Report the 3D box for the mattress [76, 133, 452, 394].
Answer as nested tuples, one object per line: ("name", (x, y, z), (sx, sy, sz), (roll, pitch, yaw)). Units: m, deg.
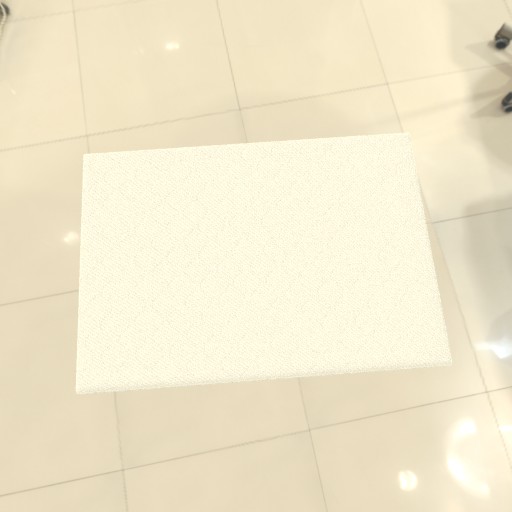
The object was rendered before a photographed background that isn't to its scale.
("mattress", (0.000, 0.000, 2.586), (2.000, 0.200, 1.400), (-4, 75, -1))
